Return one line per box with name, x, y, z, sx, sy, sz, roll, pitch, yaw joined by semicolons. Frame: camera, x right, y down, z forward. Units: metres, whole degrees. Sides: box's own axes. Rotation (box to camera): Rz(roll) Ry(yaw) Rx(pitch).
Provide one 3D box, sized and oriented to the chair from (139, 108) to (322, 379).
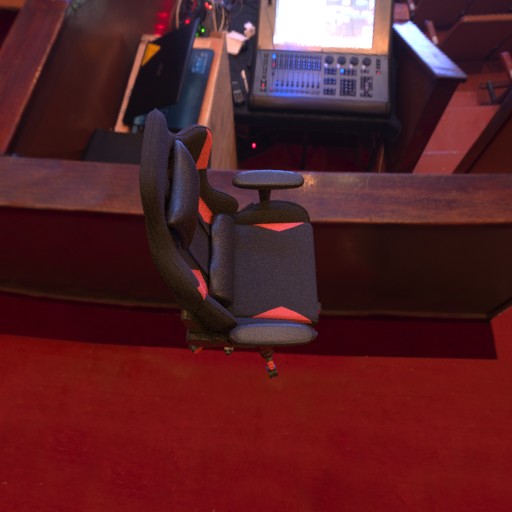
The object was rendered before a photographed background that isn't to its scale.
chair;0.000;0.000;1.654;0.658;1.326;0.695;0;65;0
